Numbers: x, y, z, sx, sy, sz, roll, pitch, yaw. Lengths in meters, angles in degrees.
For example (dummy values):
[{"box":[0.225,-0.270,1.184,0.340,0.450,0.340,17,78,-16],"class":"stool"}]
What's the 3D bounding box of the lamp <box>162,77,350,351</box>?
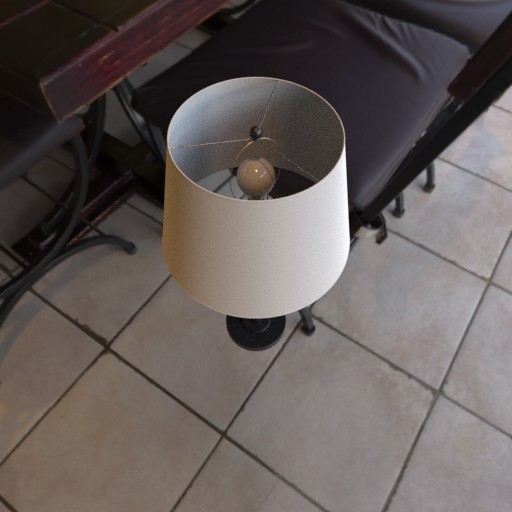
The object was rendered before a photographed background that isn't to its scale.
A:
[{"box":[0.000,0.000,0.935,0.363,0.696,0.363,0,58,0],"class":"lamp"}]
